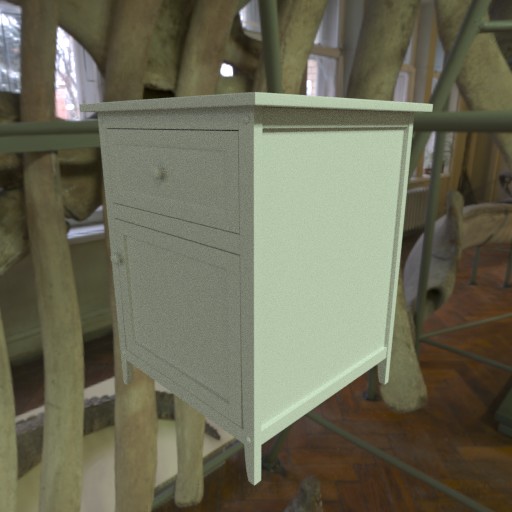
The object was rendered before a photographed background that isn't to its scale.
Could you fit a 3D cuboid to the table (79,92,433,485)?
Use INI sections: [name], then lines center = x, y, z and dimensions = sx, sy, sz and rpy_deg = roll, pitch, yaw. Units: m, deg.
[table]
center = 0.000, 0.000, 0.743
dimensions = 0.381, 0.483, 0.381
rpy_deg = -16, 23, -42
